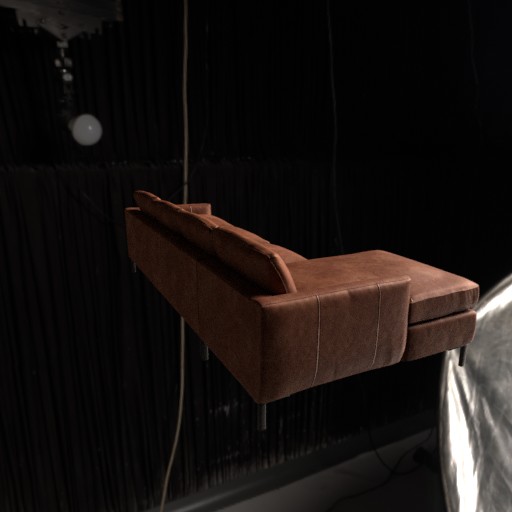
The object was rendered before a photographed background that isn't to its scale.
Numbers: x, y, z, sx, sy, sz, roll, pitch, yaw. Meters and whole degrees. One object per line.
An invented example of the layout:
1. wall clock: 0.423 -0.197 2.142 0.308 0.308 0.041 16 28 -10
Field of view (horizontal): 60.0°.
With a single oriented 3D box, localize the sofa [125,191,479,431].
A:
1. sofa: 0.000 0.000 3.550 1.471 0.859 2.993 -8 17 -26
